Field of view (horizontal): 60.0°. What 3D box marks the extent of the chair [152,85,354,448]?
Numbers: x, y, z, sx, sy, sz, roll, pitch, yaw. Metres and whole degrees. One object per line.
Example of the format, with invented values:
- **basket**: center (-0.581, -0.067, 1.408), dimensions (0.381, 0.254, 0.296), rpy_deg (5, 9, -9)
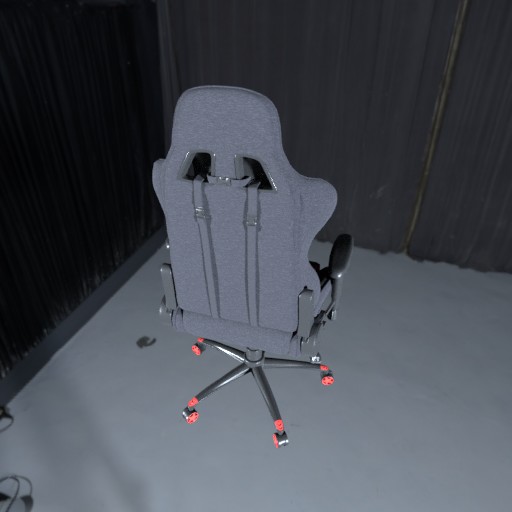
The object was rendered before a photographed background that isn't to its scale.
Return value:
- **chair**: center (0.000, 0.000, 1.676), dimensions (0.695, 1.326, 0.658), rpy_deg (10, 34, 15)
